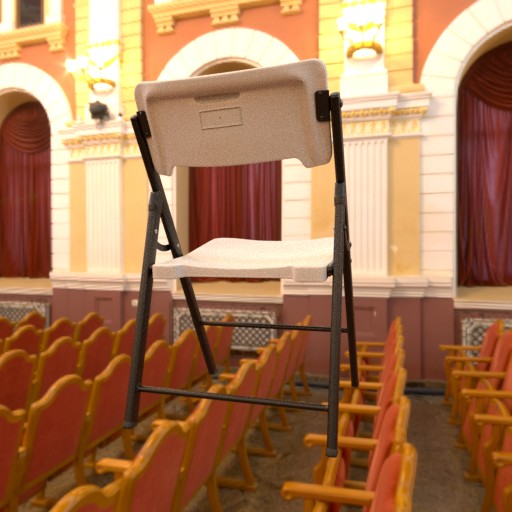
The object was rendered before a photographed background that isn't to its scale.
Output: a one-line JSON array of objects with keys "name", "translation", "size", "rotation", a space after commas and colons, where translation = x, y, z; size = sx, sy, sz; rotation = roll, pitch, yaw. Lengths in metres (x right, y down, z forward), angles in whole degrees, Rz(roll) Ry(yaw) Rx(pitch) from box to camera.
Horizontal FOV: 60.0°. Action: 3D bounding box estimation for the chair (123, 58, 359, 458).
[{"name": "chair", "translation": [0.000, 0.000, 1.133], "size": [0.482, 0.765, 0.577], "rotation": [0, 0, 18]}]
